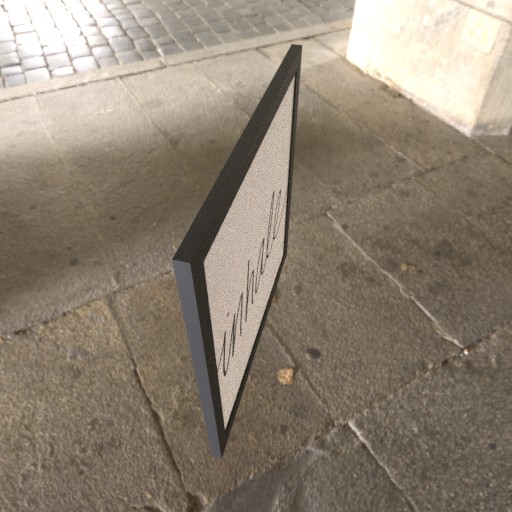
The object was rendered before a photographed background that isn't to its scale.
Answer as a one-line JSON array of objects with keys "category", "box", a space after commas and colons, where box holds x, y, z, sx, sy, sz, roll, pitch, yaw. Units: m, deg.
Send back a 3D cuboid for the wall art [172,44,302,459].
[{"category": "wall art", "box": [0.000, 0.000, 0.529, 0.013, 0.356, 0.356, 12, 48, 11]}]
